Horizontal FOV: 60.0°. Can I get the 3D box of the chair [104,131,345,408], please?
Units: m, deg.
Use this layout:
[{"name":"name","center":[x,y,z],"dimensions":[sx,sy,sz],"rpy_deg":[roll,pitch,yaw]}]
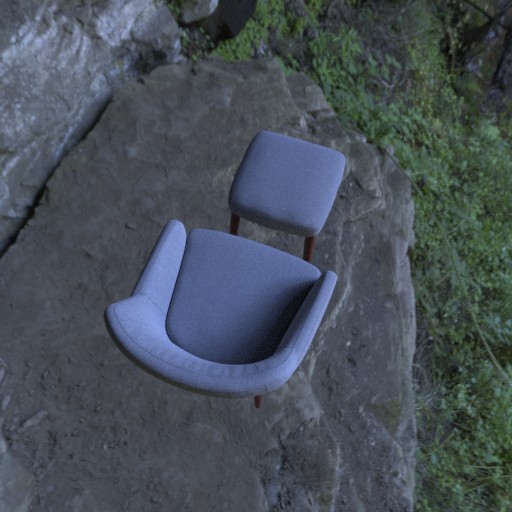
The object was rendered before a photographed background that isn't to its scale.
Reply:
[{"name":"chair","center":[0.000,0.000,1.590],"dimensions":[0.584,0.799,1.107],"rpy_deg":[18,65,9]}]
